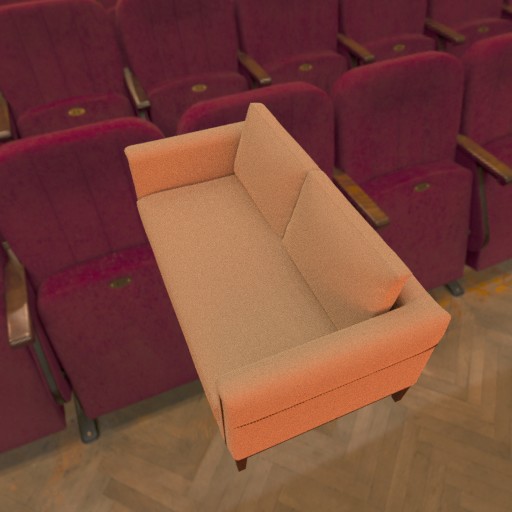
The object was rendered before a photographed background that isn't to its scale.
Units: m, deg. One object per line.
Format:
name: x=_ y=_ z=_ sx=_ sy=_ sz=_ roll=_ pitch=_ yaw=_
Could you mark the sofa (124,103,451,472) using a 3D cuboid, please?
sofa: x=0.000 y=0.000 z=2.166 sx=0.905 sy=0.873 sz=1.598 roll=-17 pitch=49 yaw=-16
